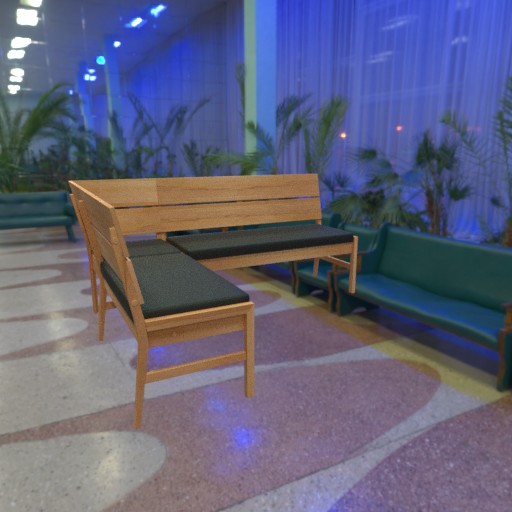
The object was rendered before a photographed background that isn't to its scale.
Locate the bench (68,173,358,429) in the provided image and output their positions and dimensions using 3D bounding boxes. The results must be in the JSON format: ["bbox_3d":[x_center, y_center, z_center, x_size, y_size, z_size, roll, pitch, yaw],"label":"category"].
[{"bbox_3d":[0.000,0.000,2.747,1.948,0.890,1.548,-7,15,-26],"label":"bench"}]
